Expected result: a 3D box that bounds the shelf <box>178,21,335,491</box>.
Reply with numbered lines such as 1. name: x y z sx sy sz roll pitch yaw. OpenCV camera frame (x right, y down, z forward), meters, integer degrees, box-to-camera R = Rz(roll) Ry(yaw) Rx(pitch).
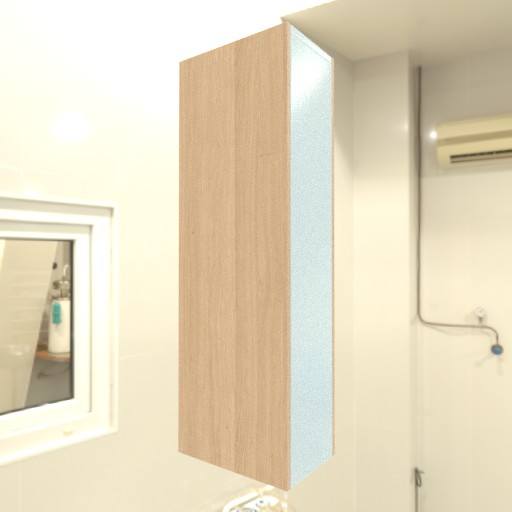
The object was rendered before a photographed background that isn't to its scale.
1. shelf: 0.000 0.000 0.995 0.290 0.882 0.197 0 -1 36
